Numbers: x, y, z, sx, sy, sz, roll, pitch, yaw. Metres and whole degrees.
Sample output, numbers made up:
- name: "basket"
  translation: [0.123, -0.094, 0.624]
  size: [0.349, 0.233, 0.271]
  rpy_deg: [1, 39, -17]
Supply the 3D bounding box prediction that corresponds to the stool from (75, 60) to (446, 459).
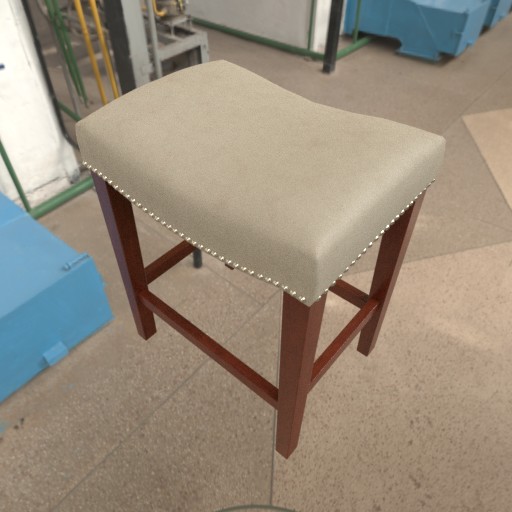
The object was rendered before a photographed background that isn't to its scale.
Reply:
- name: "stool"
  translation: [0.000, 0.000, 0.926]
  size: [0.509, 0.632, 0.375]
  rpy_deg: [31, 53, 27]
